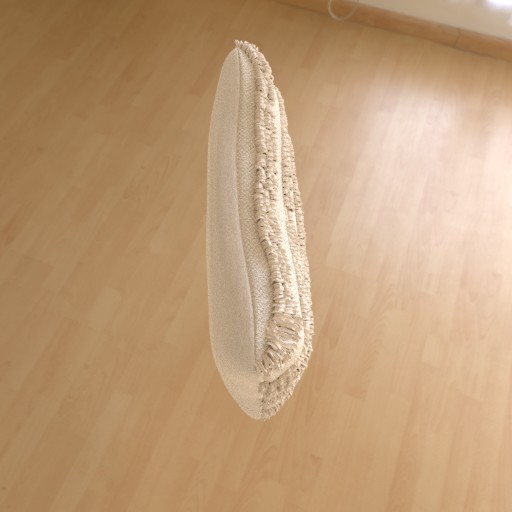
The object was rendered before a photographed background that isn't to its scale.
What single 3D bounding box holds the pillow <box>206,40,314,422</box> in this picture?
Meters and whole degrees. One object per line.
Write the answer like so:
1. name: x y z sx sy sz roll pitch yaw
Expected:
1. pillow: 0.000 0.000 0.665 0.145 0.427 0.437 -3 64 -1
